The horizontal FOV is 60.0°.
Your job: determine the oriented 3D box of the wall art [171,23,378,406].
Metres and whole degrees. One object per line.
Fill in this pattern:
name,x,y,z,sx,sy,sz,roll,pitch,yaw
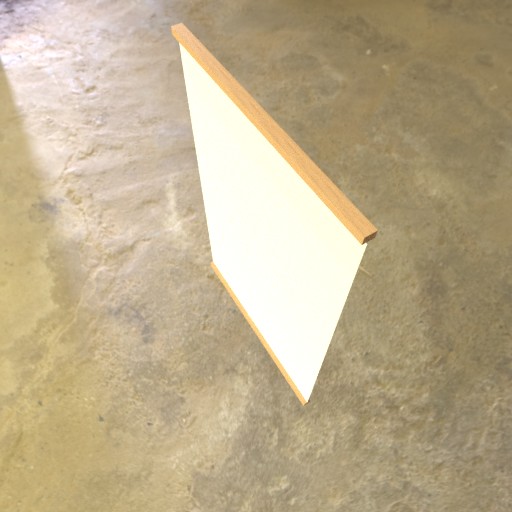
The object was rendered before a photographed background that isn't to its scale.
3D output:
wall art,0.000,0.000,1.868,0.040,1.510,0.991,-28,62,-16
